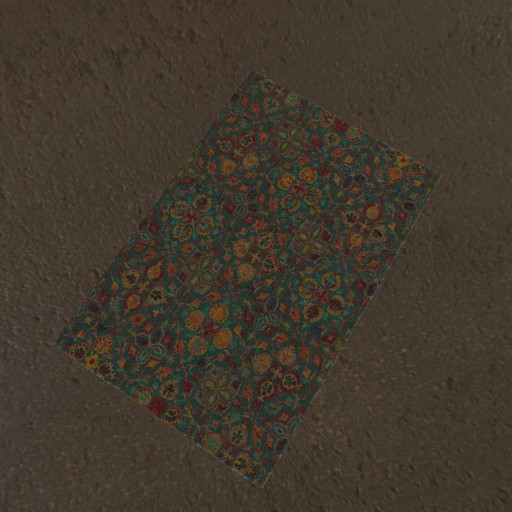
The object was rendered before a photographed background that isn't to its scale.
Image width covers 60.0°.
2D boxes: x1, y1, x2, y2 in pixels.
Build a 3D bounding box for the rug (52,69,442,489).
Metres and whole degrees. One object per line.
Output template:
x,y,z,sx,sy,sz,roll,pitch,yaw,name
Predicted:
0.000,0.000,2.858,1.527,0.016,2.290,32,79,7,rug
